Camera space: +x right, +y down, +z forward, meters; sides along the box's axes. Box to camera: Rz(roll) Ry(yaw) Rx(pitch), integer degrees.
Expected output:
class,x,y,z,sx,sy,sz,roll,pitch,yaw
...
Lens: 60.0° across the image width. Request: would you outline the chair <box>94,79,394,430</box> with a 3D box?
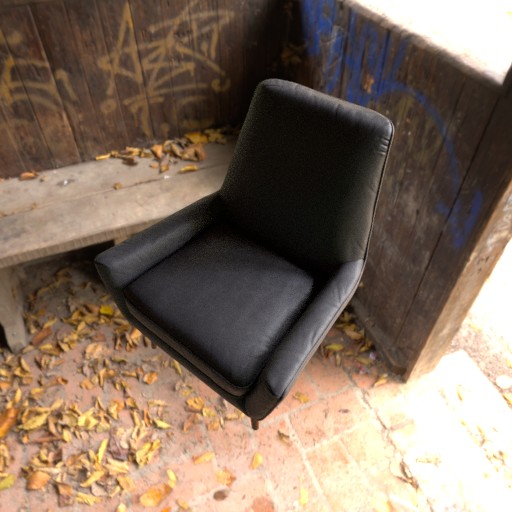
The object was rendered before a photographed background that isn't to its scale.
class,x,y,z,sx,sy,sz,roll,pitch,yaw
chair,0.000,0.000,1.545,0.787,0.888,0.822,30,54,25
